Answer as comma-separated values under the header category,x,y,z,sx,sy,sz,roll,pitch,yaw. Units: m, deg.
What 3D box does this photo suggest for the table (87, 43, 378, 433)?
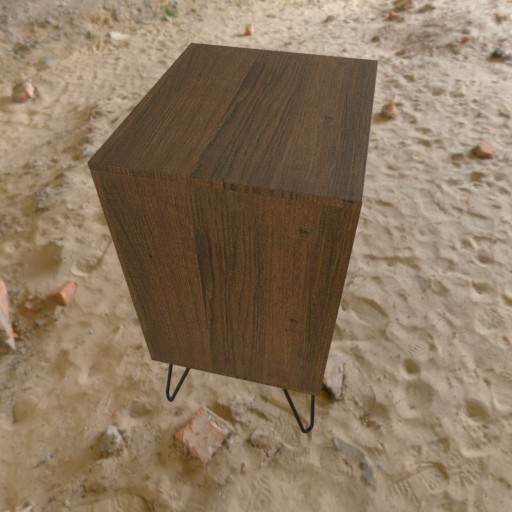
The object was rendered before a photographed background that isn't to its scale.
category,x,y,z,sx,sy,sz,roll,pitch,yaw
table,0.000,0.000,1.181,0.457,0.866,0.526,10,47,9
